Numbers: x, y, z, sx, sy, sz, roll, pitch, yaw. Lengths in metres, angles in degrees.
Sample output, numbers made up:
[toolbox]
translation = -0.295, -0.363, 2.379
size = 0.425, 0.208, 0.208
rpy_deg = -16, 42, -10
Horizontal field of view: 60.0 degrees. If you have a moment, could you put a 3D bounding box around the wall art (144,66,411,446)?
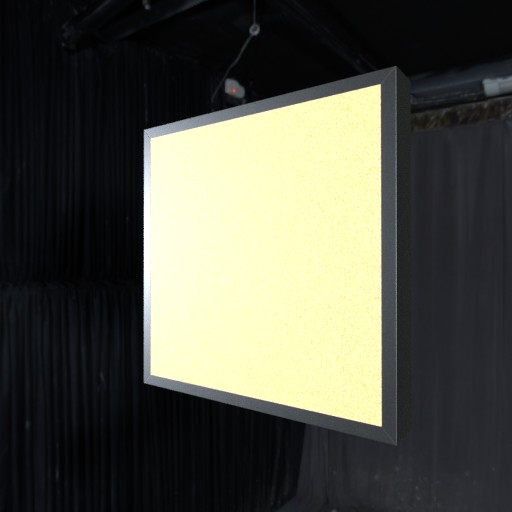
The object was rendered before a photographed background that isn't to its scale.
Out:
[wall art]
translation = 0.000, 0.000, 0.458
size = 0.304, 0.304, 0.038
rpy_deg = 0, 0, 36
